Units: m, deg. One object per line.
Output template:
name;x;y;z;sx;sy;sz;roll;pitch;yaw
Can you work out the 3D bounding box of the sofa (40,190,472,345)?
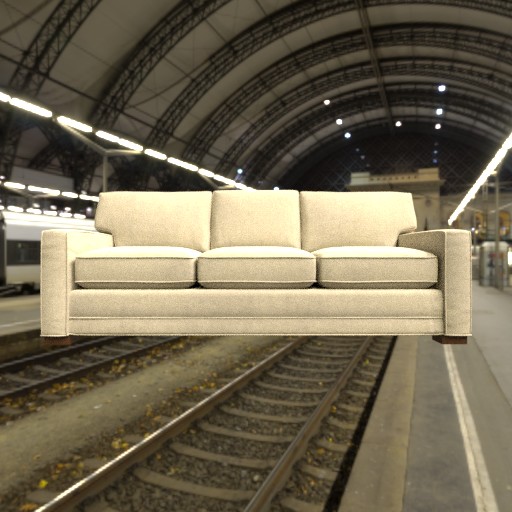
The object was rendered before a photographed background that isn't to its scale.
sofa;0.000;0.000;2.591;2.093;0.862;0.936;0;0;0
